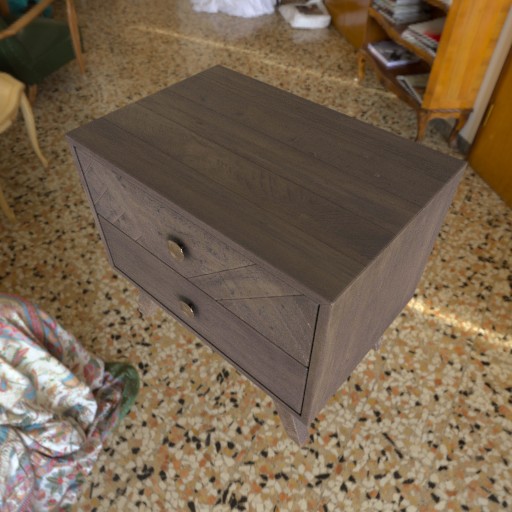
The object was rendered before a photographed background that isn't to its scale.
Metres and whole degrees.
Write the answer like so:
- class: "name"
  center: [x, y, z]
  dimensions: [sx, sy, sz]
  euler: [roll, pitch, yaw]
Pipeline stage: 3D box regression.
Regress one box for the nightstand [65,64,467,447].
- class: "nightstand"
  center: [0.000, 0.000, 1.068]
  dimensions: [0.650, 0.599, 0.450]
  euler: [32, 54, 27]
